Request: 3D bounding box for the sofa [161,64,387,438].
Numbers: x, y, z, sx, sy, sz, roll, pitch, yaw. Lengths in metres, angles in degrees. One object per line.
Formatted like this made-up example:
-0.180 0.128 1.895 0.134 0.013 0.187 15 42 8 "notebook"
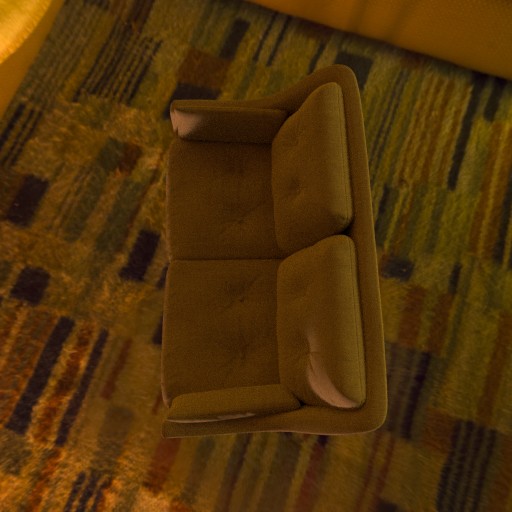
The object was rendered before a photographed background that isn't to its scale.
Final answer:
0.000 0.000 2.206 0.965 0.888 1.652 -1 76 0 "sofa"
